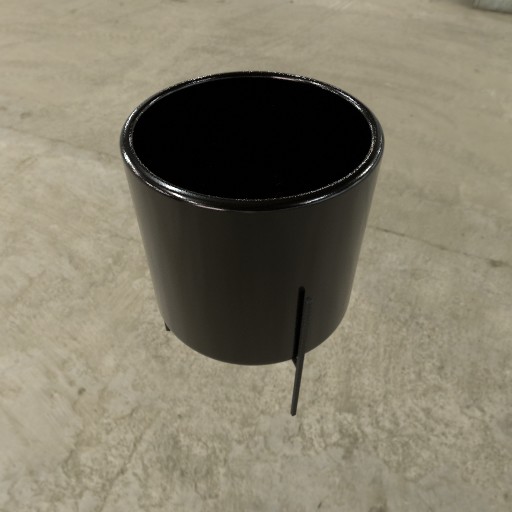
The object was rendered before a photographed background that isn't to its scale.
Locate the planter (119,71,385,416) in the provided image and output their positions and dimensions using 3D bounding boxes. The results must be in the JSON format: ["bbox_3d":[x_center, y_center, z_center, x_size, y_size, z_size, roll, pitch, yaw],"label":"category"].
[{"bbox_3d":[0.000,0.000,0.661,0.310,0.432,0.310,-30,53,-26],"label":"planter"}]
